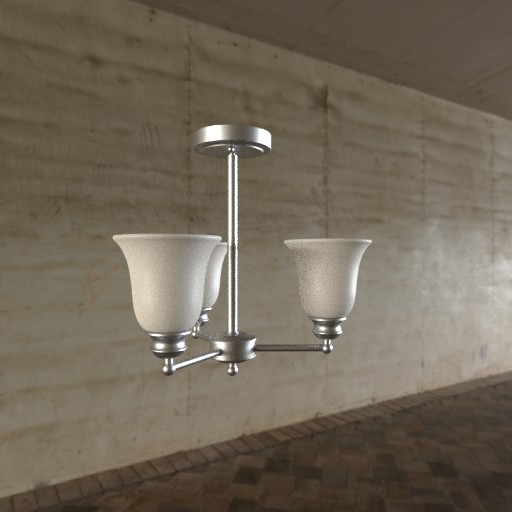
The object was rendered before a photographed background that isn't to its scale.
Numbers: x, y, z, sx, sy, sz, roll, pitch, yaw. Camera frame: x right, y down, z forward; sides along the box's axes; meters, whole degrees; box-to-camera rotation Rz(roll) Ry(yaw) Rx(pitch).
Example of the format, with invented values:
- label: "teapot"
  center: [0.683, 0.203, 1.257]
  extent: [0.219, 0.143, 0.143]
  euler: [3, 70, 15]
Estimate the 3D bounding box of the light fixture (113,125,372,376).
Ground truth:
- label: "light fixture"
  center: [0.000, 0.000, 0.685]
  extent: [0.354, 0.370, 0.388]
  euler: [0, 0, 0]
